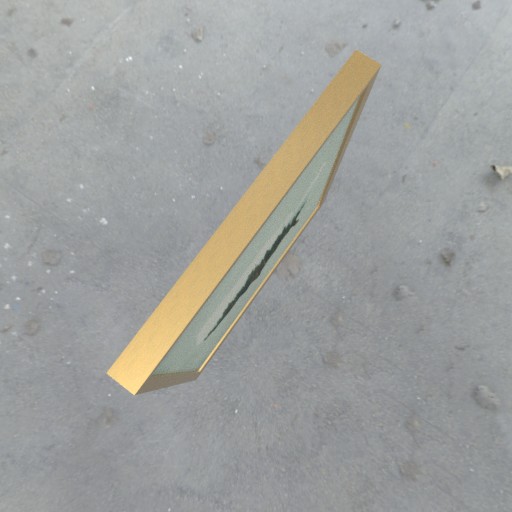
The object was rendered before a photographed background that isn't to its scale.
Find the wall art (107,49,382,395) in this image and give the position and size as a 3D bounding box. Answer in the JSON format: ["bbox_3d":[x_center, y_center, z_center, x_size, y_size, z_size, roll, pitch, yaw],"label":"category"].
[{"bbox_3d":[0.000,0.000,0.780,0.040,0.509,0.509,35,79,8],"label":"wall art"}]
